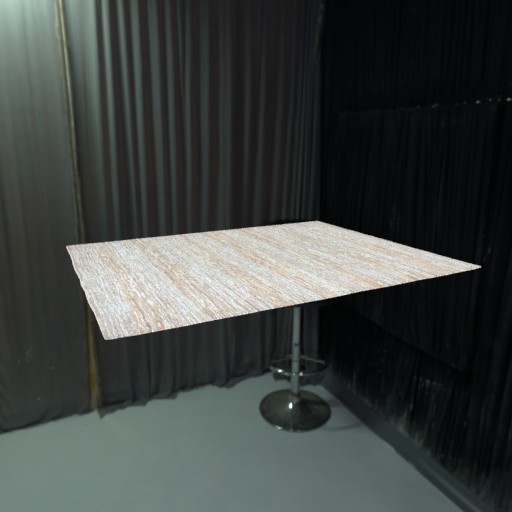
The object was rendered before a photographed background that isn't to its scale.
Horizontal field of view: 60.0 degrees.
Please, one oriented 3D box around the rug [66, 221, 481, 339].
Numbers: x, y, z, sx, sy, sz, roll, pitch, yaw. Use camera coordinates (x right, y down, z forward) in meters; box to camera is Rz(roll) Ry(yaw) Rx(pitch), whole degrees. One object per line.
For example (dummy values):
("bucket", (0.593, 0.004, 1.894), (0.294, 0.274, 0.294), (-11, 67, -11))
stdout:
("rug", (0.000, 0.000, 3.917), (2.939, 0.009, 2.313), (-8, 17, -26))
